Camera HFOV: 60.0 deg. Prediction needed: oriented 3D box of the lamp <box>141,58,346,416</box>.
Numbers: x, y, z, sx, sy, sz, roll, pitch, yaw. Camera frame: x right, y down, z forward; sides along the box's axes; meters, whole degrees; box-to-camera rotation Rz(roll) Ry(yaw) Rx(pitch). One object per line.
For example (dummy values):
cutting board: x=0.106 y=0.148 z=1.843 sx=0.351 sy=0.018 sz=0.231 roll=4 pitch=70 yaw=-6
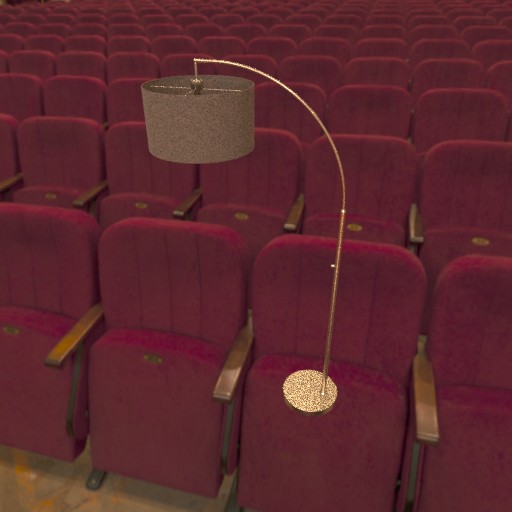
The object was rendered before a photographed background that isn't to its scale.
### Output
lamp: x=0.000 y=0.000 z=2.137 sx=0.934 sy=1.735 sz=0.452 roll=8 pitch=32 yaw=13
